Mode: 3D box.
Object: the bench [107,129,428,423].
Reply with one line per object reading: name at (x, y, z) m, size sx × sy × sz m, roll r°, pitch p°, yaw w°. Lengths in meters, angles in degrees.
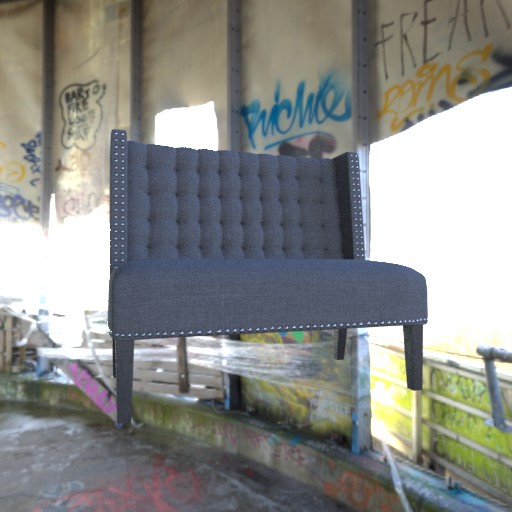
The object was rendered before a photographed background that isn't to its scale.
bench at (0.000, 0.000, 2.006) m, size 1.276 × 1.121 × 0.842 m, roll 0°, pitch -1°, yaw -19°
